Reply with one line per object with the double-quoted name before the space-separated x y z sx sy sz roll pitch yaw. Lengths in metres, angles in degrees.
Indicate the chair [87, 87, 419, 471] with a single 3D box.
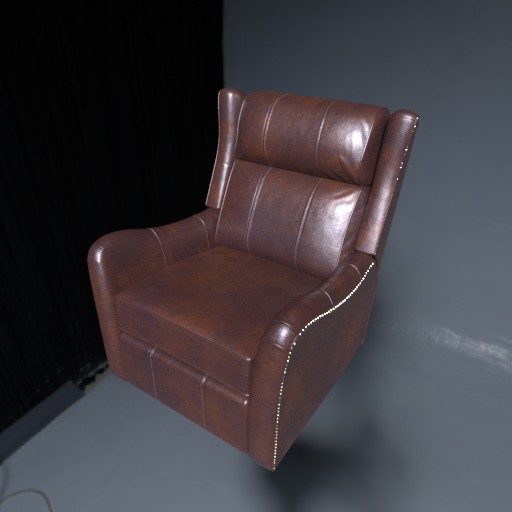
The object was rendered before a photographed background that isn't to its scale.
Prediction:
"chair" 0.000 0.000 1.745 0.869 1.084 1.008 19 35 29
